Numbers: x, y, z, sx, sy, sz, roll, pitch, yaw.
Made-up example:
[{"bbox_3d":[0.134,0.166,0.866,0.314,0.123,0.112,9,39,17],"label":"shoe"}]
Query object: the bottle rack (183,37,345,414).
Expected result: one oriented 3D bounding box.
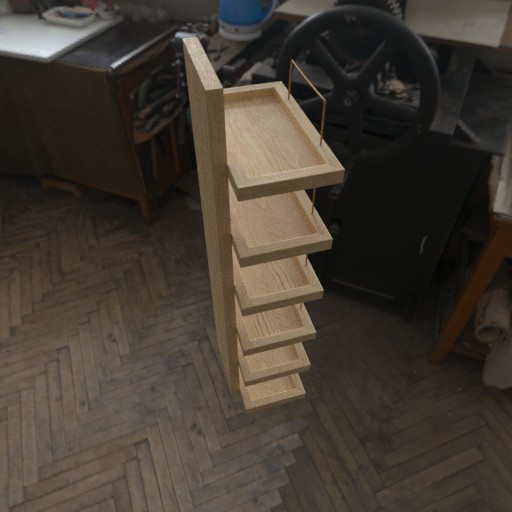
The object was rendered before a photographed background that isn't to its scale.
[{"bbox_3d":[0.000,0.000,1.057,0.206,0.943,0.330,-12,48,-11],"label":"bottle rack"}]
